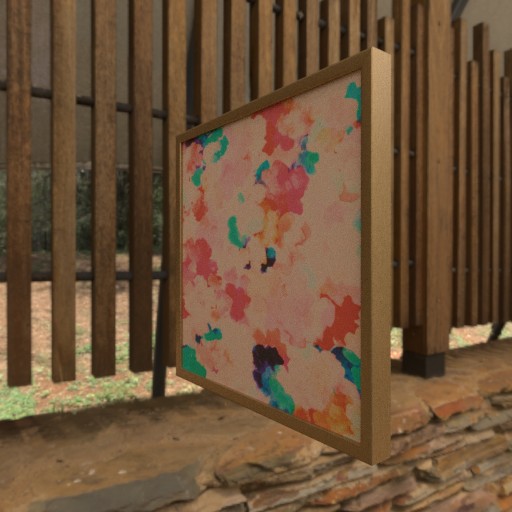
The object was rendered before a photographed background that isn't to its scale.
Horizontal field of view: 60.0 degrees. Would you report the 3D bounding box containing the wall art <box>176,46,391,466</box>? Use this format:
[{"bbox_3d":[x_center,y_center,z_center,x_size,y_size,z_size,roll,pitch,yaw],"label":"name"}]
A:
[{"bbox_3d":[0.000,0.000,0.751,0.037,0.509,0.510,0,0,-38],"label":"wall art"}]
